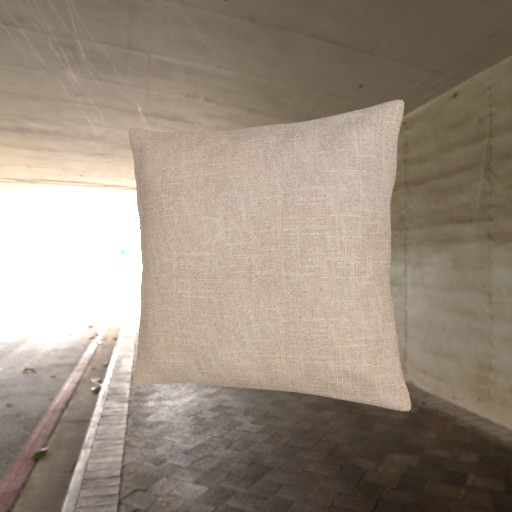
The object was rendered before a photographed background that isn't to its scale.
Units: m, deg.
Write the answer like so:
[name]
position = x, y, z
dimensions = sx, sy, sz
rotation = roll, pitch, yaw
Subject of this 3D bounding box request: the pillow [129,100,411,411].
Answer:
[pillow]
position = 0.000, 0.000, 0.796
dimensions = 0.523, 0.506, 0.166
rotation = 0, -1, 18
